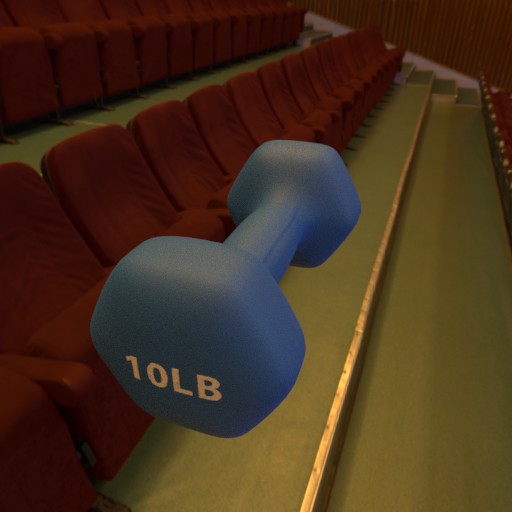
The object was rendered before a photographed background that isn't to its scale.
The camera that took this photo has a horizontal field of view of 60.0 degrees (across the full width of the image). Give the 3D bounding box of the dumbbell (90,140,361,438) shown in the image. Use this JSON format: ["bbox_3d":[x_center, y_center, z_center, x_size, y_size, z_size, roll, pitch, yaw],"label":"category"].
[{"bbox_3d":[0.000,0.000,0.270,0.103,0.093,0.212,11,32,18],"label":"dumbbell"}]
